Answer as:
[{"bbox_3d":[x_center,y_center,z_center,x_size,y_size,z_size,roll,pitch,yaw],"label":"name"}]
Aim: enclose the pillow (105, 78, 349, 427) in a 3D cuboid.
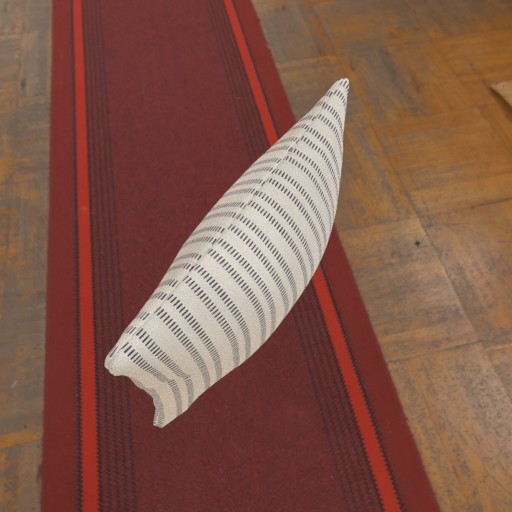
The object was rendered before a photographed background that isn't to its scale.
[{"bbox_3d":[0.000,0.000,0.805,0.210,0.353,0.640,28,63,16],"label":"pillow"}]
